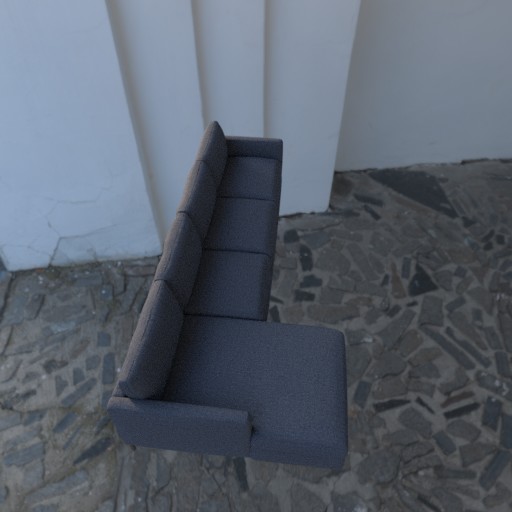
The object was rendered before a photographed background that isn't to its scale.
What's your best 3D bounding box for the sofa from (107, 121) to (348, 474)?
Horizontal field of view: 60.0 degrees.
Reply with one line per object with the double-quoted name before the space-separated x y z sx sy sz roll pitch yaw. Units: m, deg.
"sofa" 0.000 0.000 2.911 1.125 0.673 2.445 4 46 4
